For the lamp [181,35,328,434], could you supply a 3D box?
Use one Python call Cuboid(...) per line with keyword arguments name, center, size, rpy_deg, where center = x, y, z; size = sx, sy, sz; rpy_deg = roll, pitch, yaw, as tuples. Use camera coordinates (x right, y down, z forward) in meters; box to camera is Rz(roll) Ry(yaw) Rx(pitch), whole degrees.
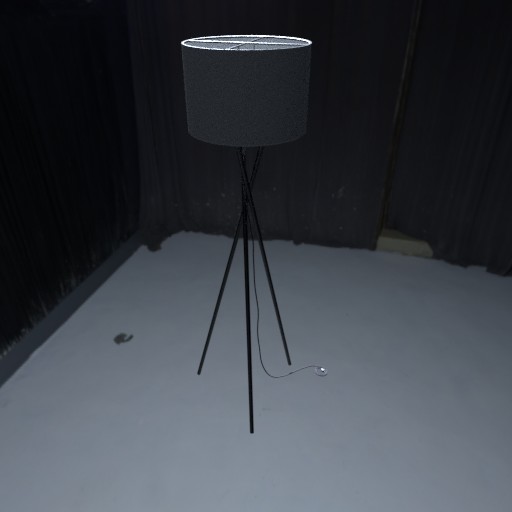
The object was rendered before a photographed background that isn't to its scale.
Cuboid(name="lamp", center=(0.000, 0.000, 1.865), size=(0.667, 1.624, 0.522), rpy_deg=(9, 33, 15))
